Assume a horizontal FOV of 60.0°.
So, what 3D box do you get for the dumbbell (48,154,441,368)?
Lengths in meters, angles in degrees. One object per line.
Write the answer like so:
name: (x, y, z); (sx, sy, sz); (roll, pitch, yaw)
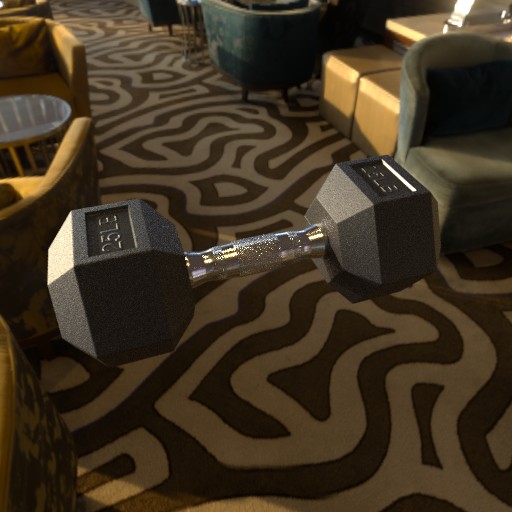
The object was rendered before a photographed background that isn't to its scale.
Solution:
dumbbell: (0.000, 0.000, 0.378); (0.315, 0.113, 0.129); (-13, 43, -14)
